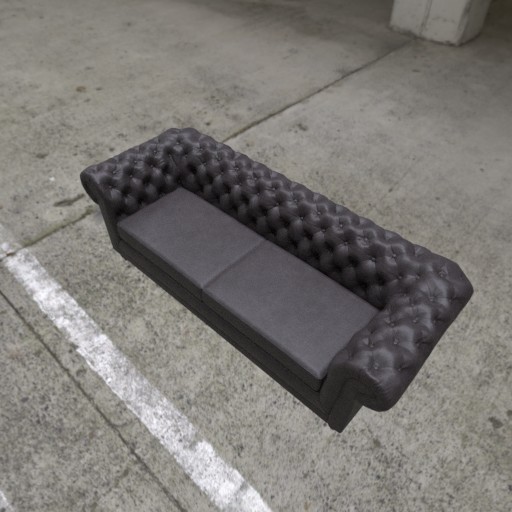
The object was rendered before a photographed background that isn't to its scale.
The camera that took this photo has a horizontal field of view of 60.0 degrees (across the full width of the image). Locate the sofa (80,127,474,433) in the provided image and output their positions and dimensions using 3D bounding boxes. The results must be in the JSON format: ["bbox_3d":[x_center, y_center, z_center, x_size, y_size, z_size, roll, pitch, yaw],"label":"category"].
[{"bbox_3d":[0.000,0.000,2.832,2.385,0.783,0.944,33,54,28],"label":"sofa"}]
